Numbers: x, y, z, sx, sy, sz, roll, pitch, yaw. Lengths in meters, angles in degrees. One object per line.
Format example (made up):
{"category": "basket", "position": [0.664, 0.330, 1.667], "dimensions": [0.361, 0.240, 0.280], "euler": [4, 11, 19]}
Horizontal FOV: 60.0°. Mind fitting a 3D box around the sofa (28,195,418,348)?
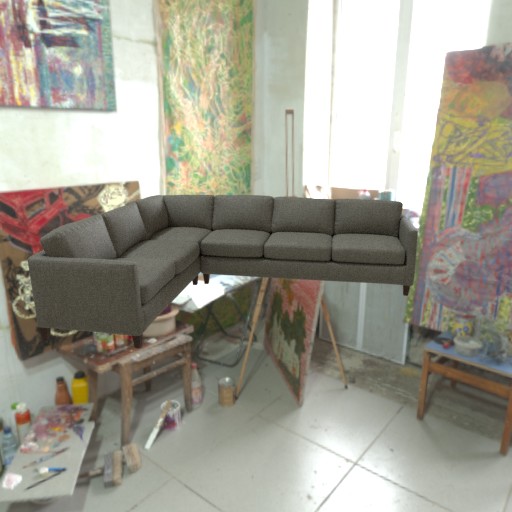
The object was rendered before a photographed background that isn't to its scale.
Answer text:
{"category": "sofa", "position": [0.000, 0.000, 4.518], "dimensions": [3.302, 0.947, 2.593], "euler": [3, 16, 9]}
